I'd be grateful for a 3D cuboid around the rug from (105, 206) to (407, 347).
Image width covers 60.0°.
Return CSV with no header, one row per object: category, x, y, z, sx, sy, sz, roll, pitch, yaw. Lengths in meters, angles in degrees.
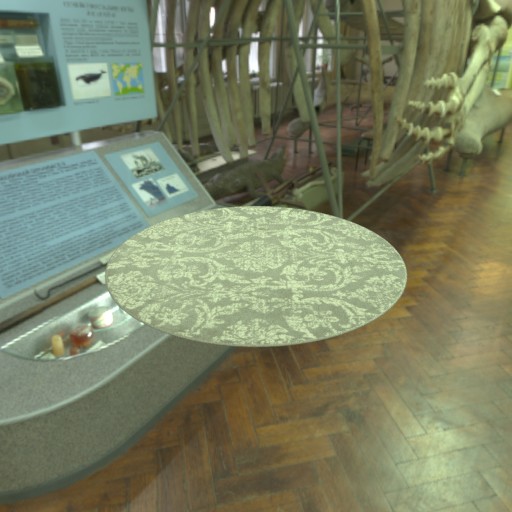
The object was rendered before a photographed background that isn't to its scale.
rug,0.000,0.000,2.442,1.593,0.012,1.593,0,26,0
